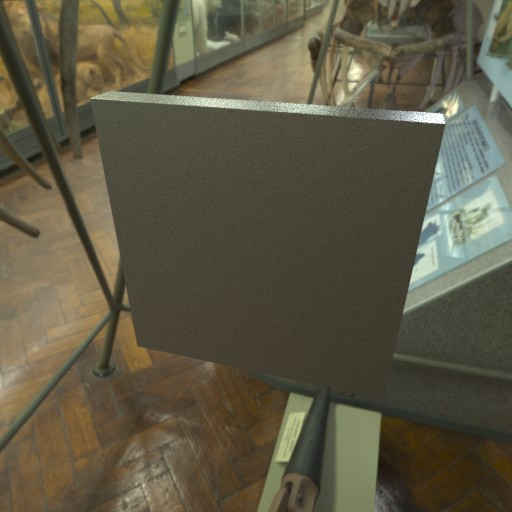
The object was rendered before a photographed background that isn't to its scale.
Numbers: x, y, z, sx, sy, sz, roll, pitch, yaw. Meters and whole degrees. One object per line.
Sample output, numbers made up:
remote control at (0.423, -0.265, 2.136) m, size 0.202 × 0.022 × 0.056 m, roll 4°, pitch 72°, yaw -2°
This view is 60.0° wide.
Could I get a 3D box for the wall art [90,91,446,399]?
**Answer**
wall art at (0.000, 0.000, 0.529) m, size 0.350 × 0.350 × 0.038 m, roll 9°, pitch 33°, yaw 13°
